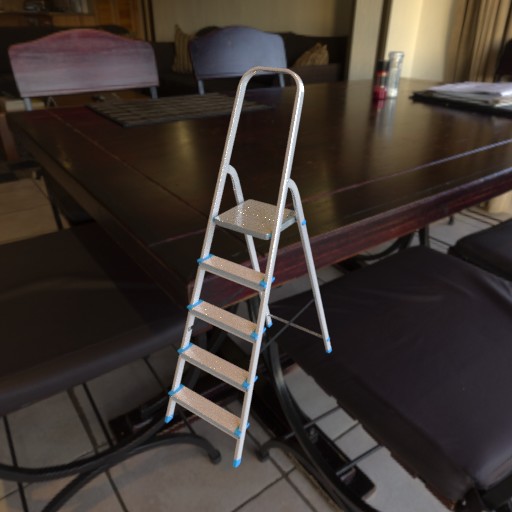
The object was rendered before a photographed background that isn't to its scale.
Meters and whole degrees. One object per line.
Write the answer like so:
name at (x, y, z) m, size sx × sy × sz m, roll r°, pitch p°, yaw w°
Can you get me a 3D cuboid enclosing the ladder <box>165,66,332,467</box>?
ladder at (0.000, 0.000, 2.119) m, size 0.468 × 1.648 × 0.990 m, roll 19°, pitch 34°, yaw 30°
